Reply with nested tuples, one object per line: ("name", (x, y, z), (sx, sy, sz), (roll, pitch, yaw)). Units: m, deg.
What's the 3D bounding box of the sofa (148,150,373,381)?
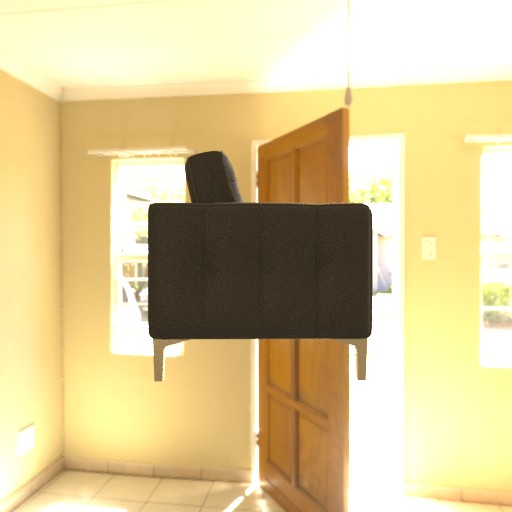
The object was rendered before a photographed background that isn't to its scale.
("sofa", (0.000, 0.000, 2.703), (0.833, 0.893, 2.275), (0, 0, -1))
